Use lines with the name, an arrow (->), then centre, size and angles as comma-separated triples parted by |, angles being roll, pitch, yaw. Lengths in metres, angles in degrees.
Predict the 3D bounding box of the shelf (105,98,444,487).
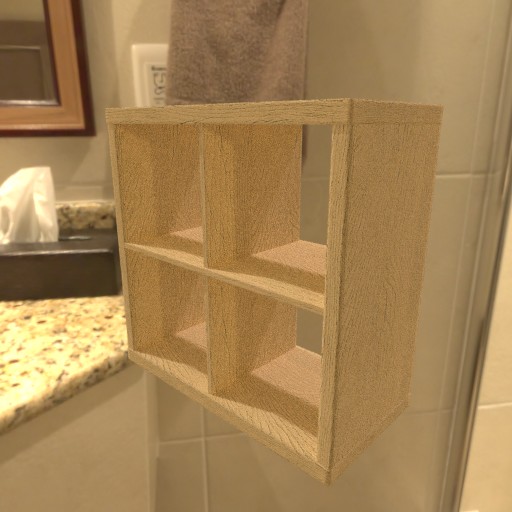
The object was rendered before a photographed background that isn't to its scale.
shelf -> 0.000, 0.000, 1.231 | 0.790, 0.786, 0.390 | 15, 22, 41
